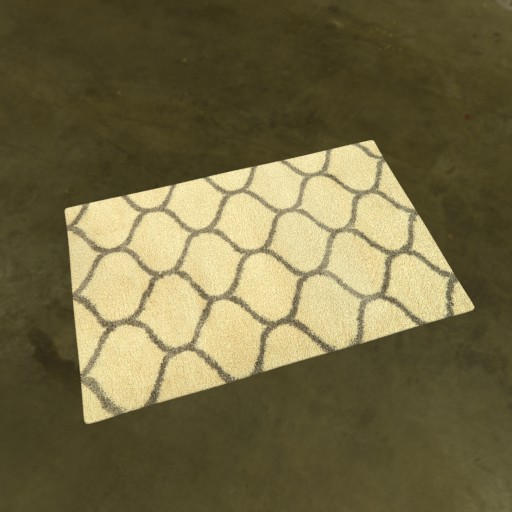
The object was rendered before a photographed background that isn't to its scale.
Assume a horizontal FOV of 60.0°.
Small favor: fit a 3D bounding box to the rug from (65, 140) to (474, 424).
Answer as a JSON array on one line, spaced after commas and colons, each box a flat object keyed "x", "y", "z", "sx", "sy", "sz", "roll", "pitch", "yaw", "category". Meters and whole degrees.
[{"x": 0.000, "y": 0.000, "z": 2.903, "sx": 2.348, "sy": 0.024, "sz": 1.501, "roll": -14, "pitch": 60, "yaw": -9, "category": "rug"}]
